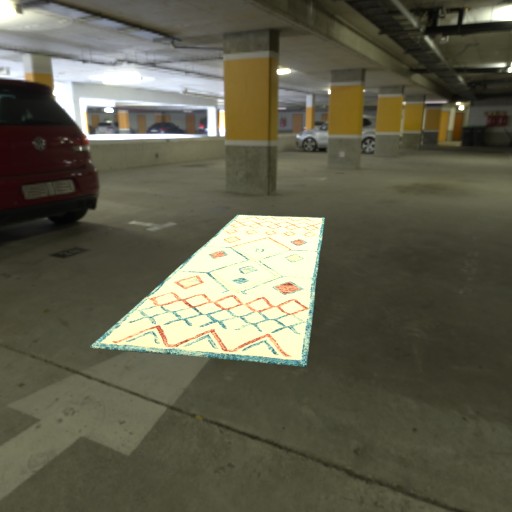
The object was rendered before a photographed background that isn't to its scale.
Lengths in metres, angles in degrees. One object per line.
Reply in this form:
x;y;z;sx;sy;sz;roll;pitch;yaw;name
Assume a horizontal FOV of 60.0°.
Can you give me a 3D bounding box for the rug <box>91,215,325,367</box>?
0.000;0.000;2.629;0.750;0.011;2.435;3;16;9;rug
